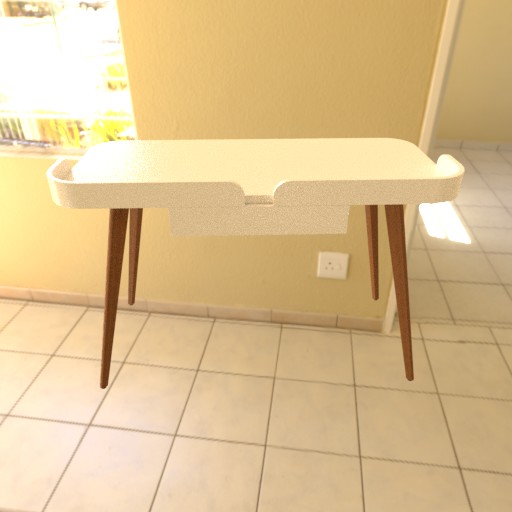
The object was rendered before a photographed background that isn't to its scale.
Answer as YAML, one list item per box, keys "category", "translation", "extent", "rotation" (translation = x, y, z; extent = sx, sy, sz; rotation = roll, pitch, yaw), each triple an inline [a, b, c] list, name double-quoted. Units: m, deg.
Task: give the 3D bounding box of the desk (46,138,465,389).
- category: "desk"
  translation: [0.000, 0.000, 1.638]
  extent: [1.206, 0.807, 0.534]
  rotation: [-1, 32, -2]
